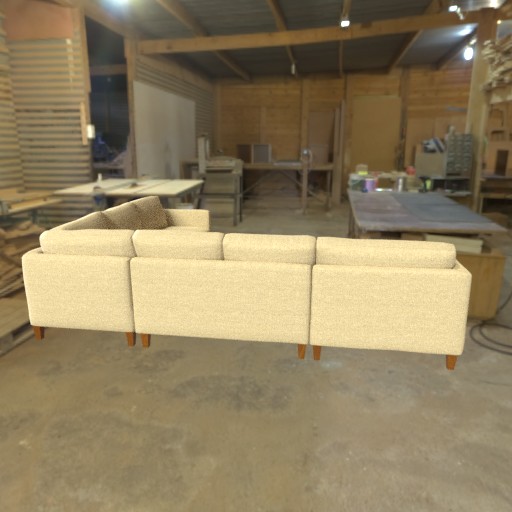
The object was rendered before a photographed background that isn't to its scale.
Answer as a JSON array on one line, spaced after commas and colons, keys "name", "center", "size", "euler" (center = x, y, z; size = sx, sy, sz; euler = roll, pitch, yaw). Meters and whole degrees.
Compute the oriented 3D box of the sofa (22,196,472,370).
[{"name": "sofa", "center": [0.000, 0.000, 4.573], "size": [3.460, 0.961, 2.594], "euler": [2, 15, 9]}]
